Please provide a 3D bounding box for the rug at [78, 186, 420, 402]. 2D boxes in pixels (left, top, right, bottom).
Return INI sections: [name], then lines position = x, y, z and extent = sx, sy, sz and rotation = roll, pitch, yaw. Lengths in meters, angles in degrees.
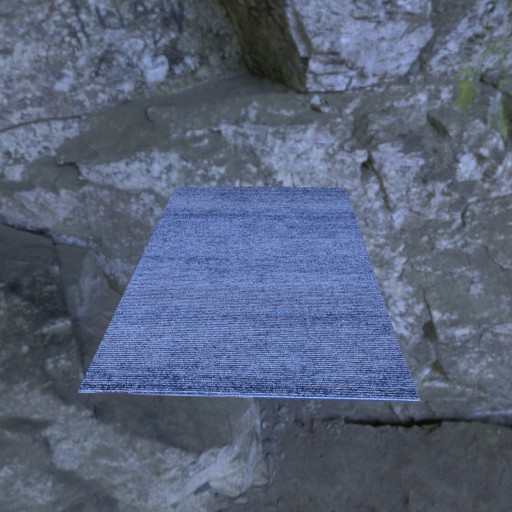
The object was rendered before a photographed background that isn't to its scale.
[rug]
position = 0.000, 0.000, 2.248
extent = 1.159, 0.025, 1.793
rotation = 1, 32, 2
